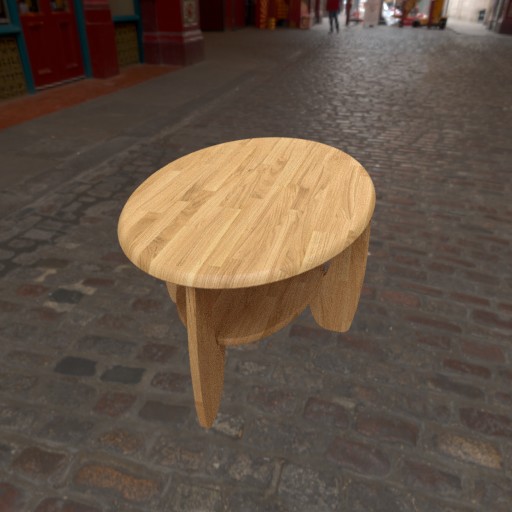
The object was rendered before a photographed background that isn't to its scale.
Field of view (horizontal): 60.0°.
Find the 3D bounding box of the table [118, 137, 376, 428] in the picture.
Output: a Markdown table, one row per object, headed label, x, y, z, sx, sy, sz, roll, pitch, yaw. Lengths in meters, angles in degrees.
| label | x | y | z | sx | sy | sz | roll | pitch | yaw |
| --- | --- | --- | --- | --- | --- | --- | --- | --- | --- |
| table | 0.000 | 0.000 | 1.430 | 0.690 | 0.490 | 1.040 | 8 | 32 | 13 |
